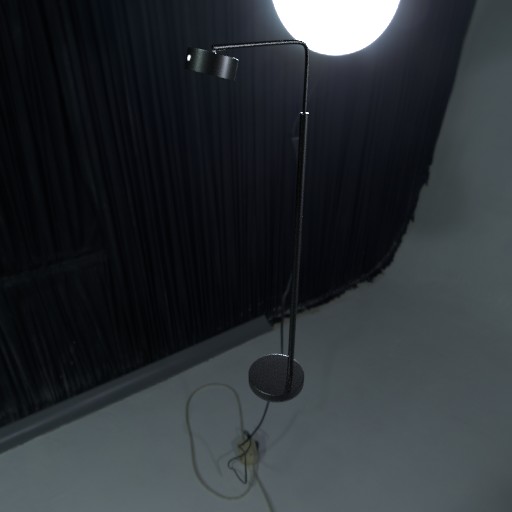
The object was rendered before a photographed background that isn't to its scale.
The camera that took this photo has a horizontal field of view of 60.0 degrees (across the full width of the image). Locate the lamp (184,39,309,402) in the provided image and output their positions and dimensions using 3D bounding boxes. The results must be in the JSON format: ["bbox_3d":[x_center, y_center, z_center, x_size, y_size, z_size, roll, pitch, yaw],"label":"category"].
[{"bbox_3d":[0.000,0.000,1.399,0.418,1.230,0.219,-21,37,-30],"label":"lamp"}]
